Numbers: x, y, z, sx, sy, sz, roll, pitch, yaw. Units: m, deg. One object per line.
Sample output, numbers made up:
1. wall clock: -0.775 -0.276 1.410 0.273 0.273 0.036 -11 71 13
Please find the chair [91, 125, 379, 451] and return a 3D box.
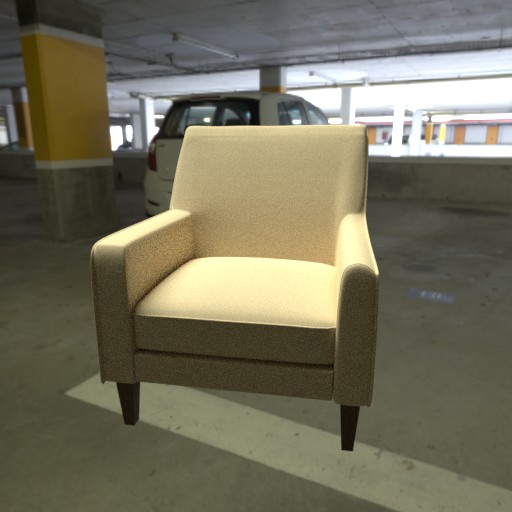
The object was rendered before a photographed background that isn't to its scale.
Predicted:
1. chair: 0.000 0.000 1.581 0.780 0.919 0.899 3 15 10
